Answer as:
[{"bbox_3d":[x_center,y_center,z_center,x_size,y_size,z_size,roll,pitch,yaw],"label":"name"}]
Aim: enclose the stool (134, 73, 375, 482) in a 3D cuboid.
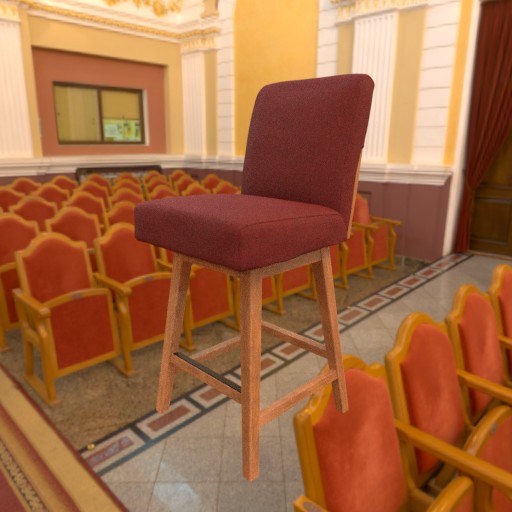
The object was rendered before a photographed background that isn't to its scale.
[{"bbox_3d":[0.000,0.000,1.327,0.562,1.038,0.468,-14,21,-43],"label":"stool"}]
